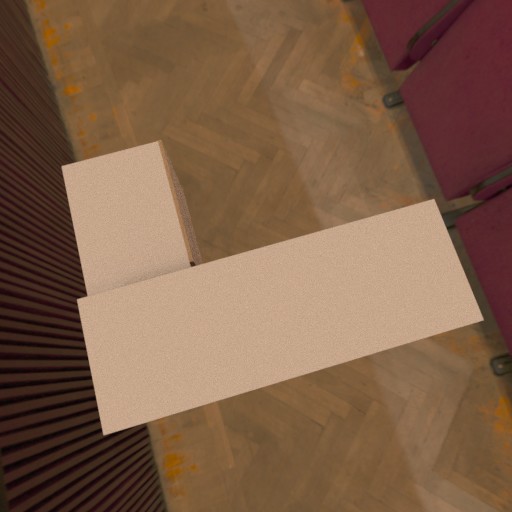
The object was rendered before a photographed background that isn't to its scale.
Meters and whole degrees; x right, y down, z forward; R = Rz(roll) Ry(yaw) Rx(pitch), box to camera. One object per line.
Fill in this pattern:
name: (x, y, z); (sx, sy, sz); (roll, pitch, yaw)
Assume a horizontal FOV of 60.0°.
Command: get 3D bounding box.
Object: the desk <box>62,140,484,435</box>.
desk: (0.000, 0.000, 2.052); (1.404, 0.755, 1.098); (-16, 77, -4)
